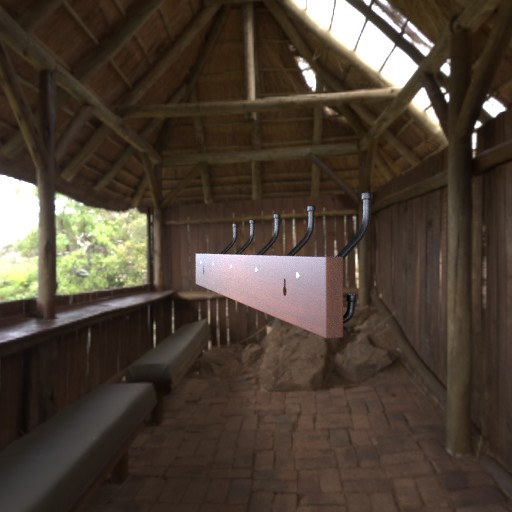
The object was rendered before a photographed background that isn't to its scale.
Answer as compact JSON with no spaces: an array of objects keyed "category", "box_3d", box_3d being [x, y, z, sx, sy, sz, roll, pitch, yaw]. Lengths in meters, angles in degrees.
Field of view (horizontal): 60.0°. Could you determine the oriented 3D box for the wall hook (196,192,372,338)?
[{"category":"wall hook","box_3d":[0.000,0.000,0.606,0.071,0.117,0.571,0,1,-17]}]
